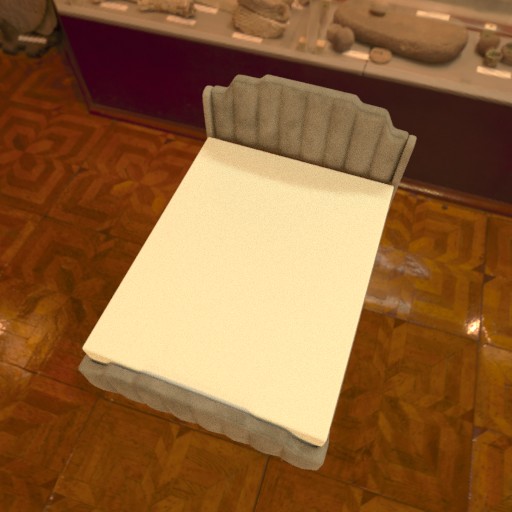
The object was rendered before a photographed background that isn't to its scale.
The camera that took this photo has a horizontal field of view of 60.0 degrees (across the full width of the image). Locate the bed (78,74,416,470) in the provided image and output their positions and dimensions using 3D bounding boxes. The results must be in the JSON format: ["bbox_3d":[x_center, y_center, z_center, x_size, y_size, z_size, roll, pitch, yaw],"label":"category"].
[{"bbox_3d":[0.000,0.000,3.180,1.676,1.245,2.340,17,60,10],"label":"bed"}]
